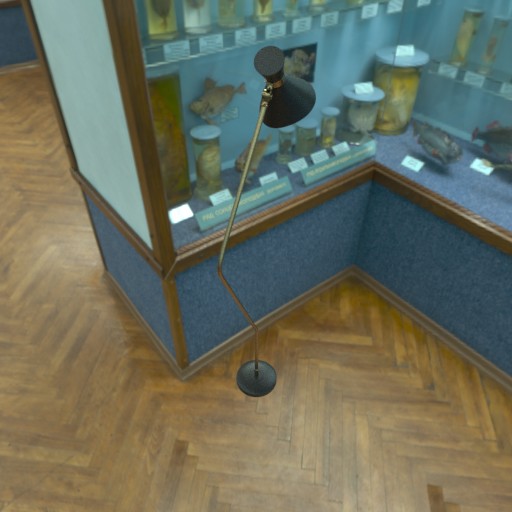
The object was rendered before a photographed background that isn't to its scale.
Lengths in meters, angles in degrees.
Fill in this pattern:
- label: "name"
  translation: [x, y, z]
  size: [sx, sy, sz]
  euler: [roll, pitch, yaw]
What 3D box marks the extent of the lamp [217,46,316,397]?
- label: "lamp"
  translation: [0.000, 0.000, 1.627]
  size: [0.467, 1.438, 0.277]
  euler: [-25, 47, -26]
